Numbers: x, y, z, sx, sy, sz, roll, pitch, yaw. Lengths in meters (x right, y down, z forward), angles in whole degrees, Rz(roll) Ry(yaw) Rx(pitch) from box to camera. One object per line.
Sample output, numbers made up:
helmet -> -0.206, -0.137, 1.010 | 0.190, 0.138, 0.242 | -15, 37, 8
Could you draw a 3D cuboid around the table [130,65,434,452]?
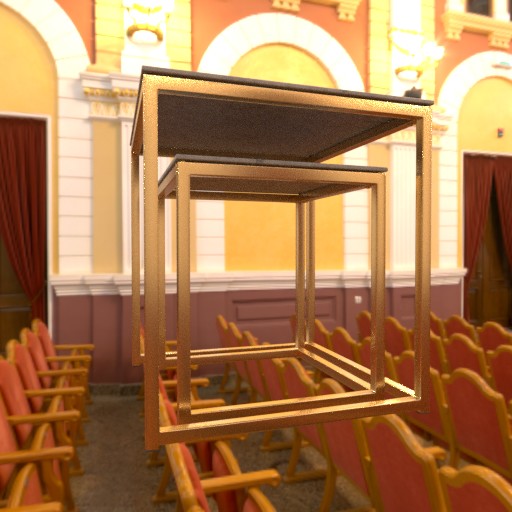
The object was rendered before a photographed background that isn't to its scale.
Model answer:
table -> 0.000, 0.000, 0.853 | 0.450, 0.500, 0.450 | 0, 1, -18
